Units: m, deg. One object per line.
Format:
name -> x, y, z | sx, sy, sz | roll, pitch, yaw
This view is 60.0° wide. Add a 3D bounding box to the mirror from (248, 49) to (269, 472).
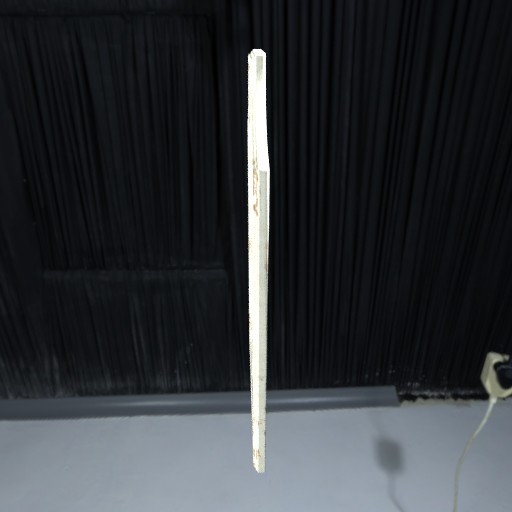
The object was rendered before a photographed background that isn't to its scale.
mirror -> 0.000, 0.000, 0.855 | 0.022, 0.717, 0.403 | -1, 27, -2
